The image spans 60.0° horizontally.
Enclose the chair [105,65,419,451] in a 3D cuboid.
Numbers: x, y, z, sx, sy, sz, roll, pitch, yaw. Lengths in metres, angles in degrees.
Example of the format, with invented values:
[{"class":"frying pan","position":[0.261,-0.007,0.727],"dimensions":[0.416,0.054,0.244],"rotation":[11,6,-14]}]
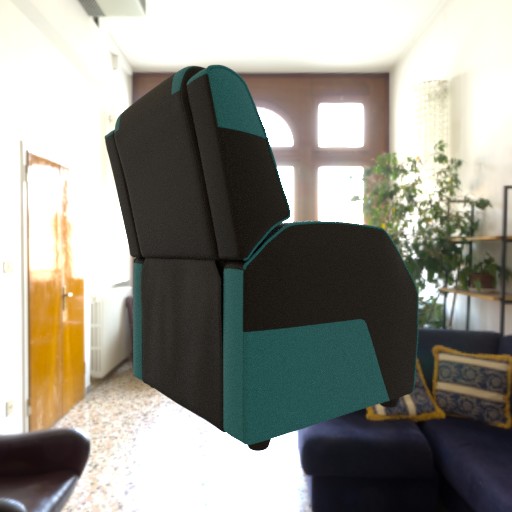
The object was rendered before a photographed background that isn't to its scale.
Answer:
[{"class":"chair","position":[0.000,0.000,1.257],"dimensions":[0.672,0.805,0.620],"rotation":[0,1,-36]}]
